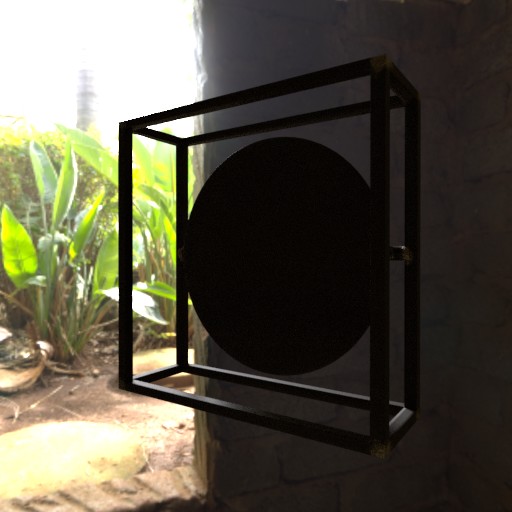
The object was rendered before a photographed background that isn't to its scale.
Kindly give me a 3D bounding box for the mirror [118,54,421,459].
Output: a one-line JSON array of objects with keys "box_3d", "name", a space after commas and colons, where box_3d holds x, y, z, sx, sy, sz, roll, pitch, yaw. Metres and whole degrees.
[{"box_3d": [0.000, 0.000, 0.461, 0.306, 0.303, 0.107, 0, 0, 34], "name": "mirror"}]
